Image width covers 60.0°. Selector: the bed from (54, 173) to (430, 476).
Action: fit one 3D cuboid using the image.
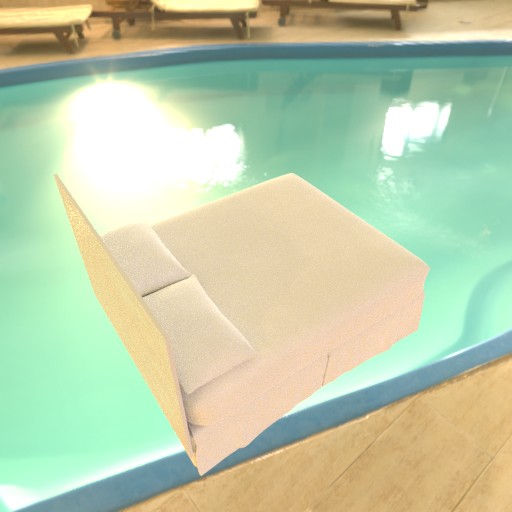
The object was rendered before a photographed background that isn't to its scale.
[{"bbox_3d":[0.000,0.000,3.252,2.094,1.335,1.745,-25,47,-25],"label":"bed"}]
